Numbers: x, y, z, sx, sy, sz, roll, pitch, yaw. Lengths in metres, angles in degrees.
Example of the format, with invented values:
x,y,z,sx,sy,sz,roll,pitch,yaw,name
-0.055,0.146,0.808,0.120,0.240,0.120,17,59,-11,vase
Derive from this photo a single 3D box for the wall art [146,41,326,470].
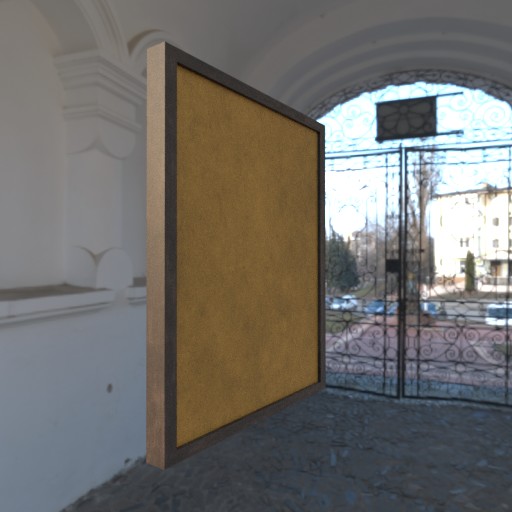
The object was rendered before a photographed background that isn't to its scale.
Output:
x,y,z,sx,sy,sz,roll,pitch,yaw,name
0.000,0.000,0.560,0.027,0.406,0.329,0,-1,36,wall art
